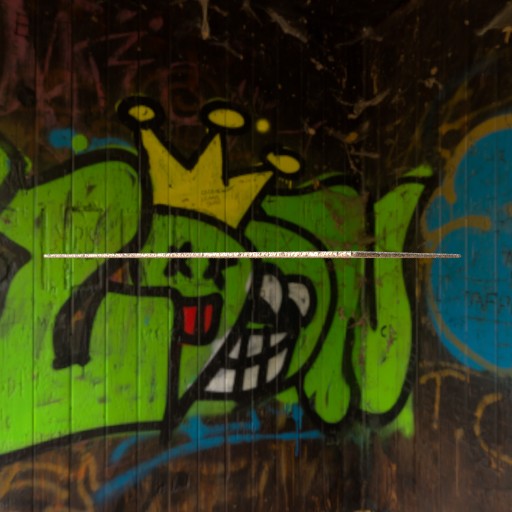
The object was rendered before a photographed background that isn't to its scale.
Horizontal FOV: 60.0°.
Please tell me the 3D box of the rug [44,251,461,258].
[{"bbox_3d":[0.000,0.000,4.118,3.047,0.029,2.438,0,0,36],"label":"rug"}]
